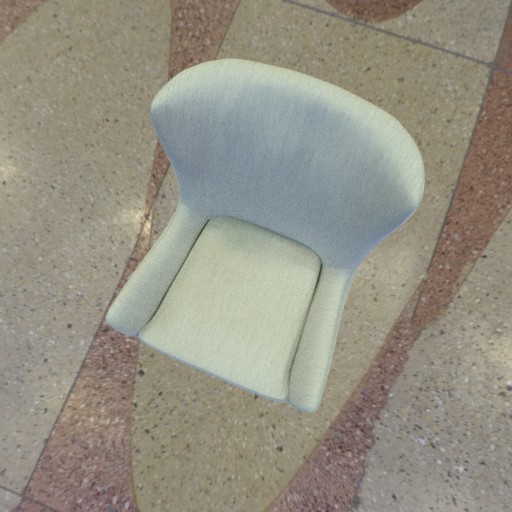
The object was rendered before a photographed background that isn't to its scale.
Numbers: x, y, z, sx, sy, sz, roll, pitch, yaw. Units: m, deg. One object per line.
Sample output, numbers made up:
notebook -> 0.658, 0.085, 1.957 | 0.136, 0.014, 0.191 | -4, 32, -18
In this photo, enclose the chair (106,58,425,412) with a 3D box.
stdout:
chair -> 0.000, 0.000, 1.617 | 0.779, 1.000, 0.904 | 22, 77, 5
